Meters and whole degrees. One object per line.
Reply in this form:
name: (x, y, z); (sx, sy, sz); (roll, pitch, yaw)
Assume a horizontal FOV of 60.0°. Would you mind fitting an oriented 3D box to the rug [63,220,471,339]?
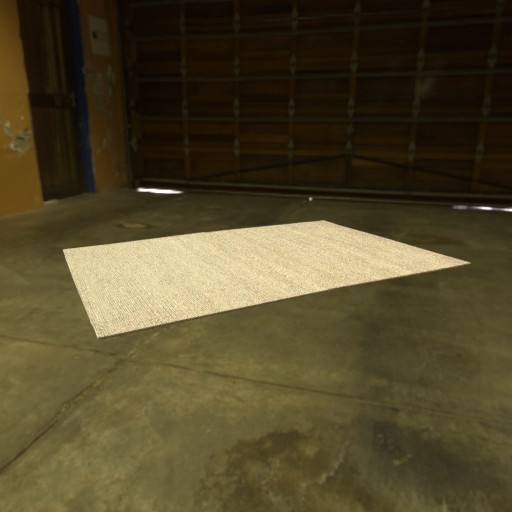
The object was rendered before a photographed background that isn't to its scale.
rug: (0.000, 0.000, 3.057); (2.342, 0.030, 1.609); (-8, 18, -26)
